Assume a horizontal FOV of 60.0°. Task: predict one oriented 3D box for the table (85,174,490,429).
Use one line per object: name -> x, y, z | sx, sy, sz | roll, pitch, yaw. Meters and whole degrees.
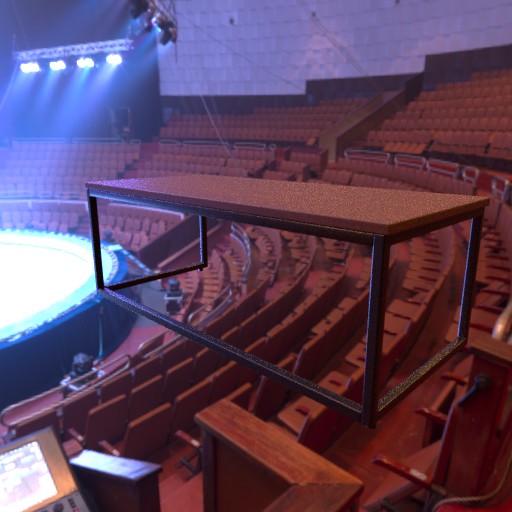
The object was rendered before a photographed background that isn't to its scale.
table -> 0.000, 0.000, 1.321 | 1.100, 0.400, 0.500 | 14, 20, 42
